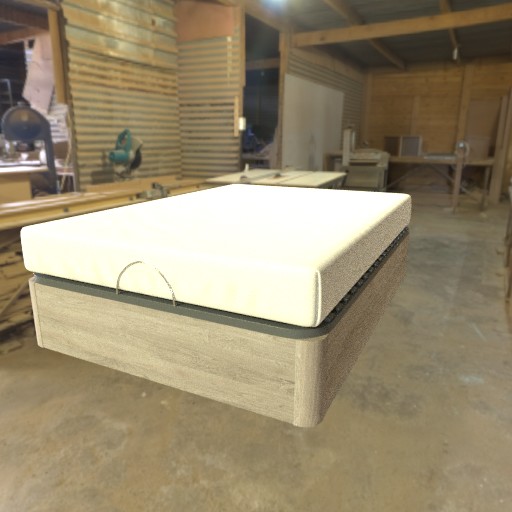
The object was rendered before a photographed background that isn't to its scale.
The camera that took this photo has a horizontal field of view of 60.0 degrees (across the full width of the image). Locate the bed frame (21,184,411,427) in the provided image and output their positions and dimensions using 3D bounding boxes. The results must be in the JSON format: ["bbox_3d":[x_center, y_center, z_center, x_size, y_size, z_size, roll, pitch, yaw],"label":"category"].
[{"bbox_3d":[0.000,0.000,2.501,1.400,0.561,1.900,8,17,26],"label":"bed frame"}]
